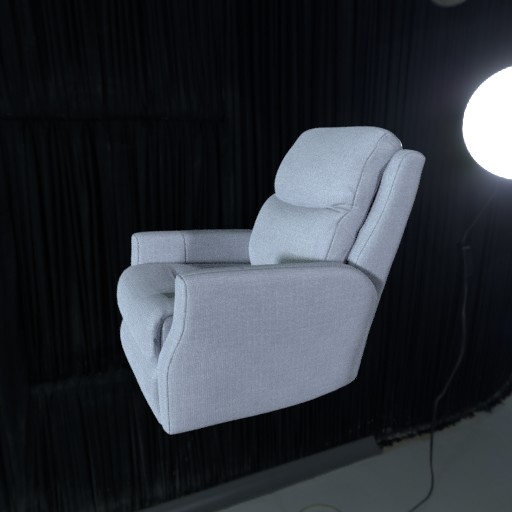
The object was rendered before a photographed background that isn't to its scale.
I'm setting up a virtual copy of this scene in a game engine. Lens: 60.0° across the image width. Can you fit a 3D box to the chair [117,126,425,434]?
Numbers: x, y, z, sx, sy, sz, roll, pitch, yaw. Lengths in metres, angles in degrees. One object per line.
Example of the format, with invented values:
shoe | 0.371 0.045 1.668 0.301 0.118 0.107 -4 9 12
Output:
chair | 0.000 0.000 1.832 1.080 1.030 0.829 -7 16 -25
